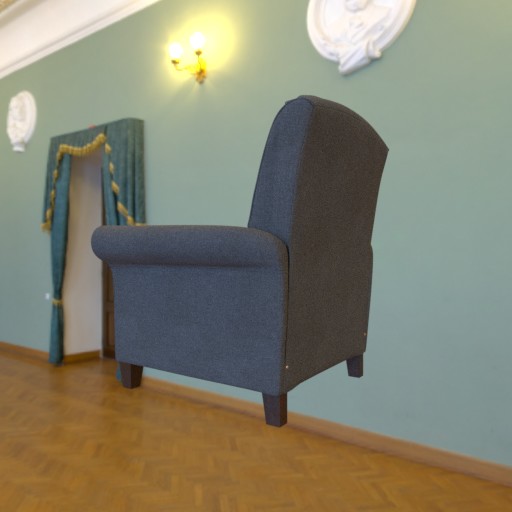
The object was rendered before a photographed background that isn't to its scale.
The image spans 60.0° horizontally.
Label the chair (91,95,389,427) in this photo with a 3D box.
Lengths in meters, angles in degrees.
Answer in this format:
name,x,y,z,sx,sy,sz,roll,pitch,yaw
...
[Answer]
name,x,y,z,sx,sy,sz,roll,pitch,yaw
chair,0.000,0.000,1.853,0.905,1.061,0.978,0,0,34
